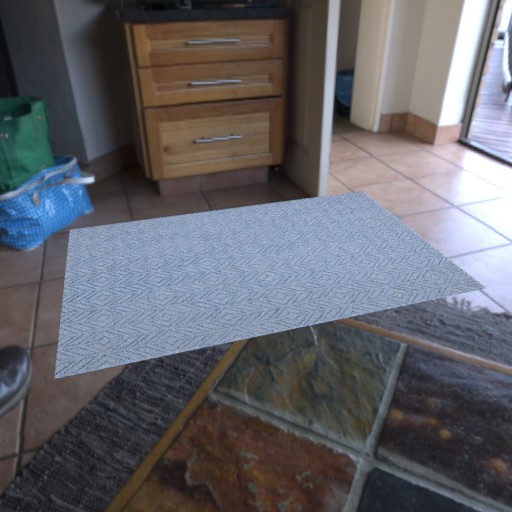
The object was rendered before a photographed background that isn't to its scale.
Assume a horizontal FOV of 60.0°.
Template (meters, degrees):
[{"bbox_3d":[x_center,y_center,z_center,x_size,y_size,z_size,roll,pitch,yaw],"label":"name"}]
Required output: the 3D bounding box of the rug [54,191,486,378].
[{"bbox_3d":[0.000,0.000,2.994,2.441,0.008,1.526,-9,33,-15],"label":"rug"}]
